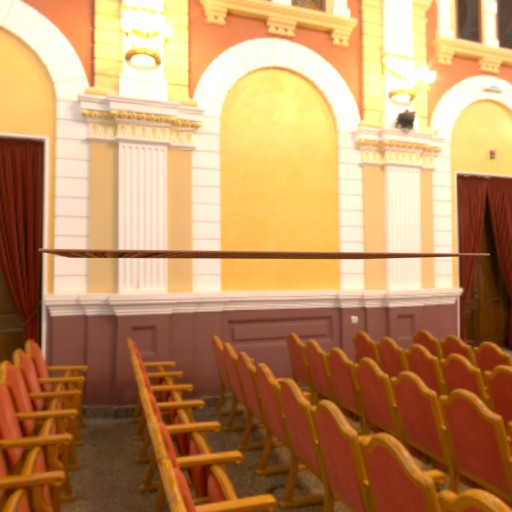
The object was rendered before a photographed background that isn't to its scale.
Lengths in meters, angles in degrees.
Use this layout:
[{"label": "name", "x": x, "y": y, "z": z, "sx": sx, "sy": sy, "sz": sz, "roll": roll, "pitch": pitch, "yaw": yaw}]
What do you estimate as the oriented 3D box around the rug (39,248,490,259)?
[{"label": "rug", "x": 0.000, "y": 0.000, "z": 2.974, "sx": 2.438, "sy": 0.014, "sz": 1.523, "roll": 0, "pitch": -1, "yaw": -18}]
